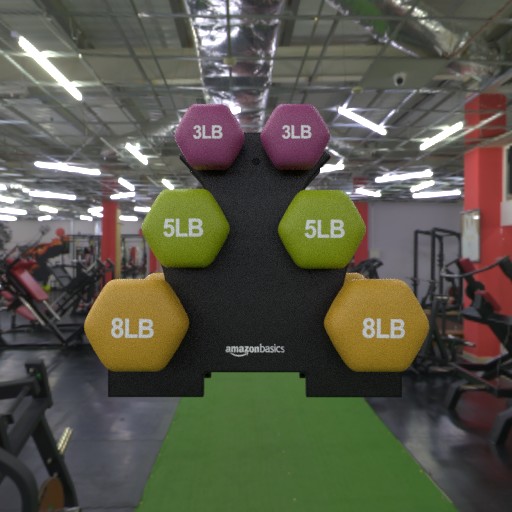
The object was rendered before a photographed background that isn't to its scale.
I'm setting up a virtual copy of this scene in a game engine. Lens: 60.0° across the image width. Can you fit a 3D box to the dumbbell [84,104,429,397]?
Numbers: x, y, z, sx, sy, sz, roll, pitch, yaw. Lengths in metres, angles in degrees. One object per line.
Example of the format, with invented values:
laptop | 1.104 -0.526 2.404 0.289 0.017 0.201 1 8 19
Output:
dumbbell | 0.000 0.000 0.464 0.300 0.271 0.190 0 0 0
